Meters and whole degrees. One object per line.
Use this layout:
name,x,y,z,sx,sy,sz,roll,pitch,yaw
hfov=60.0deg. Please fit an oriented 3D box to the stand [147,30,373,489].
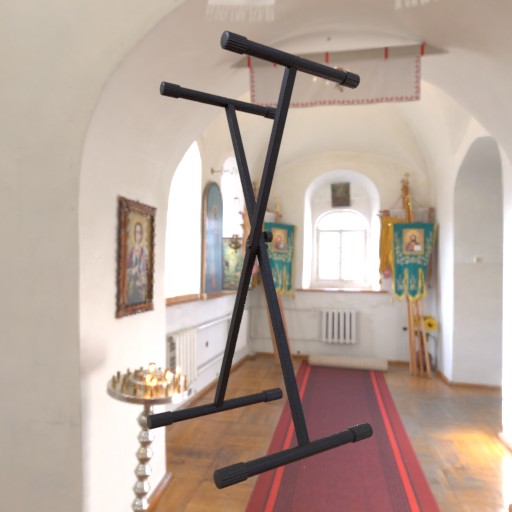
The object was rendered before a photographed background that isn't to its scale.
stand,0.000,0.000,1.176,0.449,0.940,0.409,0,0,-35
